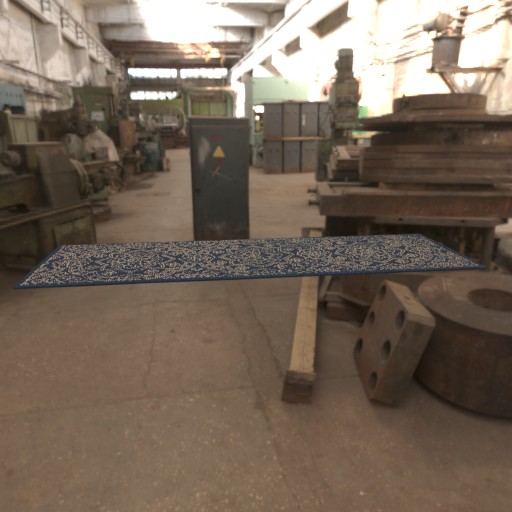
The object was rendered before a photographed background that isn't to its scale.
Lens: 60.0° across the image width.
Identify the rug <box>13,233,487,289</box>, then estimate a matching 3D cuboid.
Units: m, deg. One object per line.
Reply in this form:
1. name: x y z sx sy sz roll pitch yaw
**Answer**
1. rug: 0.000 0.000 2.626 2.448 0.012 0.769 -2 17 -7
